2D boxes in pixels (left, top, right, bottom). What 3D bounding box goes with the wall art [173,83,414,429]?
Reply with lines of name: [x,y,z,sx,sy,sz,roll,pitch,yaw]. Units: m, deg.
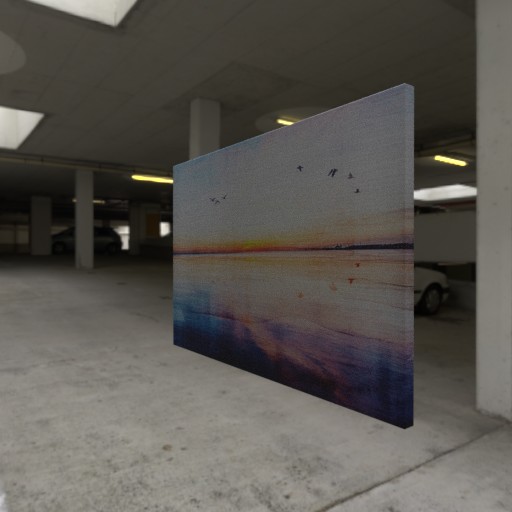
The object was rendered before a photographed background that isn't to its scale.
wall art: [0.000,0.000,0.762,0.018,0.402,0.604,0,0,-36]
